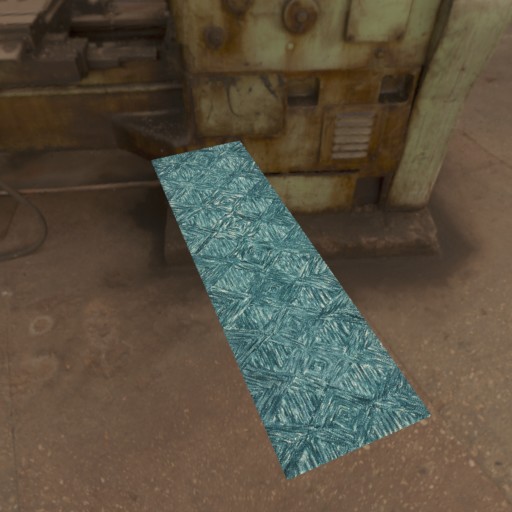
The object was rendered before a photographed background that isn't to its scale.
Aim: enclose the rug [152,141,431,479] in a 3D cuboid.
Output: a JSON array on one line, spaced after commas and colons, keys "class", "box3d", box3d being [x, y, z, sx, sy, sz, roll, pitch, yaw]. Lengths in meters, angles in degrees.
[{"class": "rug", "box3d": [0.000, 0.000, 2.519, 0.676, 0.016, 2.286, -17, 49, -15]}]
